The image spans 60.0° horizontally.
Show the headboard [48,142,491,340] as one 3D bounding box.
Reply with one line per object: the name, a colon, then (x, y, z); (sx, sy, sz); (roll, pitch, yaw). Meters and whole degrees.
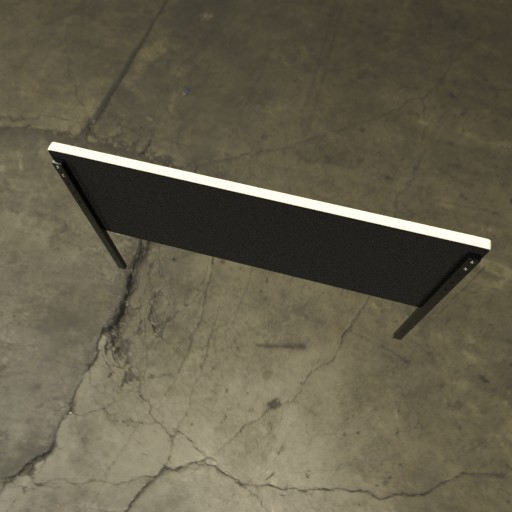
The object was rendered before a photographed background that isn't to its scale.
headboard: (0.000, 0.000, 2.899); (2.362, 1.410, 0.120); (14, 64, 7)
